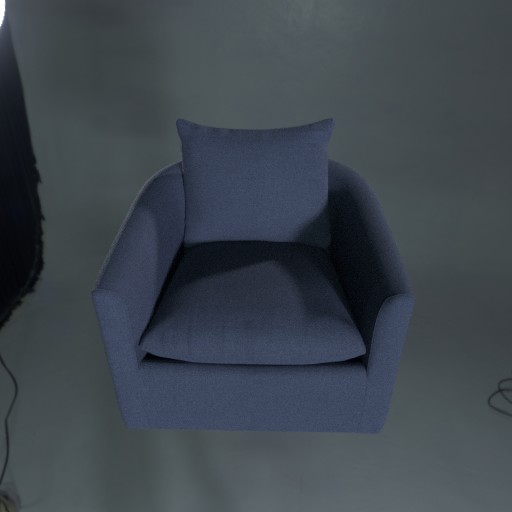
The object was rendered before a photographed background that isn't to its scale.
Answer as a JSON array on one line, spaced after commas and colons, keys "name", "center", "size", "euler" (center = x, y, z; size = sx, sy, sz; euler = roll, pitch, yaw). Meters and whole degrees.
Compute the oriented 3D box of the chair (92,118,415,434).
[{"name": "chair", "center": [0.000, 0.000, 1.581], "size": [0.845, 0.848, 0.910], "euler": [1, 30, 1]}]
